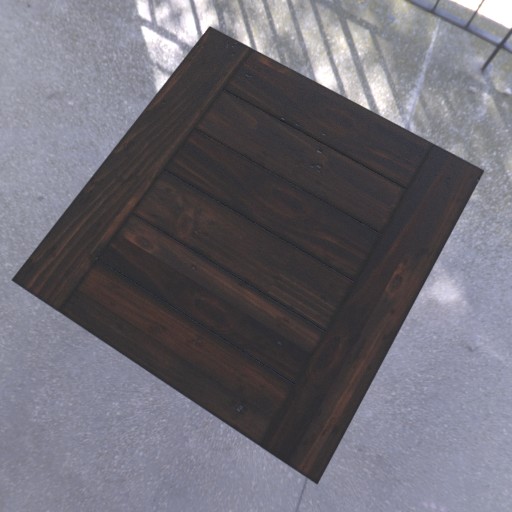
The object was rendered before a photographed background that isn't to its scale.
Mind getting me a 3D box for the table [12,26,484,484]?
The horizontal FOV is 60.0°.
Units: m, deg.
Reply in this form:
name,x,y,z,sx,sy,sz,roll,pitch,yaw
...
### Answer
name,x,y,z,sx,sy,sz,roll,pitch,yaw
table,0.000,0.000,0.980,0.593,0.437,0.606,31,77,8
